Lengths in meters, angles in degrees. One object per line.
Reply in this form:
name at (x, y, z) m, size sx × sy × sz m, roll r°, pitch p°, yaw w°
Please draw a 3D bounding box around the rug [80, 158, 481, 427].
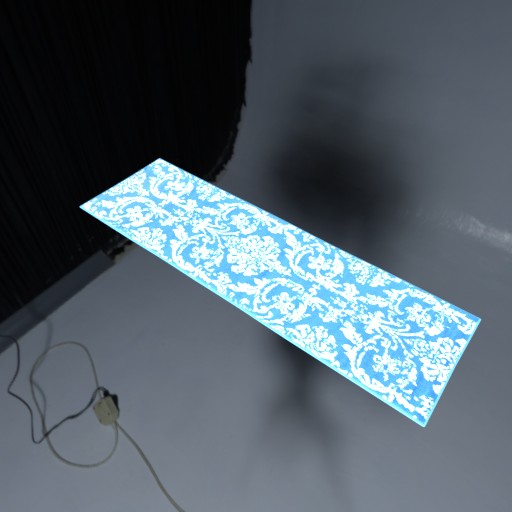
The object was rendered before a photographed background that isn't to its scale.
rug at (0.000, 0.000, 2.391) m, size 2.196 × 0.011 × 0.662 m, roll 29°, pitch 53°, yaw 25°
